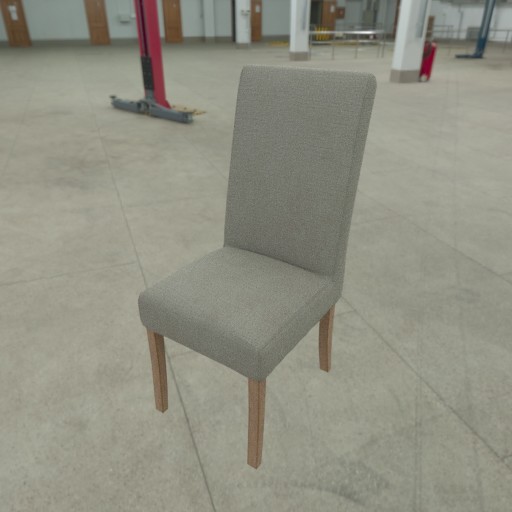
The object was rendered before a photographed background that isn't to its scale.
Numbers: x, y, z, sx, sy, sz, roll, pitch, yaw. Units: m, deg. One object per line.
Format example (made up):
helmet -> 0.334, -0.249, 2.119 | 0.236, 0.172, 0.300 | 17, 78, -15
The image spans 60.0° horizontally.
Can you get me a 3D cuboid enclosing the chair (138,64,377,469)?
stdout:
chair -> 0.000, 0.000, 1.372 | 0.450, 1.033, 0.611 | 18, 33, 29
